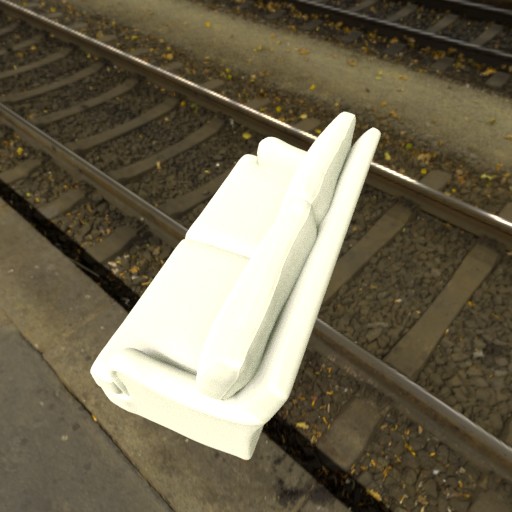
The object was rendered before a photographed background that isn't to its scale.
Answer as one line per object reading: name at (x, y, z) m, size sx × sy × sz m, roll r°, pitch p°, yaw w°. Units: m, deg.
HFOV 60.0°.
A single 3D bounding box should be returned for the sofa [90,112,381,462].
sofa at (0.000, 0.000, 2.828) m, size 1.069 × 1.096 × 2.193 m, roll 15°, pitch 48°, yaw 14°
